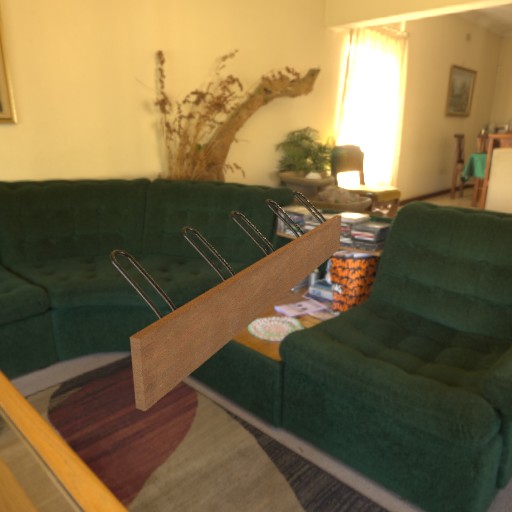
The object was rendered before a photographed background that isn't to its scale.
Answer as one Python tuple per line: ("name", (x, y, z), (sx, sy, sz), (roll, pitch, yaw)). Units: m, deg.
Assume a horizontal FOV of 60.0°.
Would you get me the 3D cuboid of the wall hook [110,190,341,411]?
("wall hook", (0.000, 0.000, 0.598), (0.076, 0.116, 0.554), (8, 18, 25))
